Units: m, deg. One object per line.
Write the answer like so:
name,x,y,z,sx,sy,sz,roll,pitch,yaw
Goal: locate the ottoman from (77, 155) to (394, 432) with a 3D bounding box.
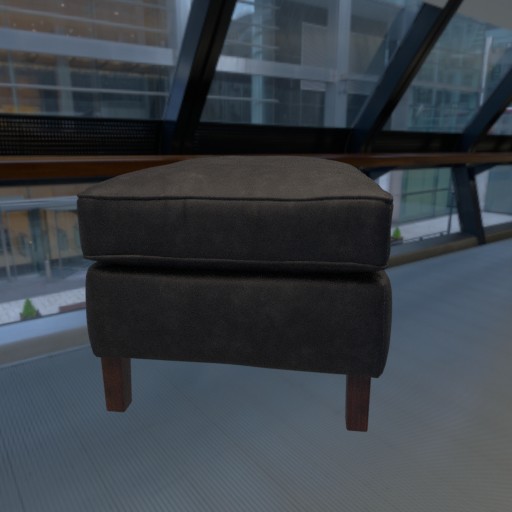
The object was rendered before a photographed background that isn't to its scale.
ottoman,0.000,0.000,0.968,0.501,0.413,0.665,2,15,7
